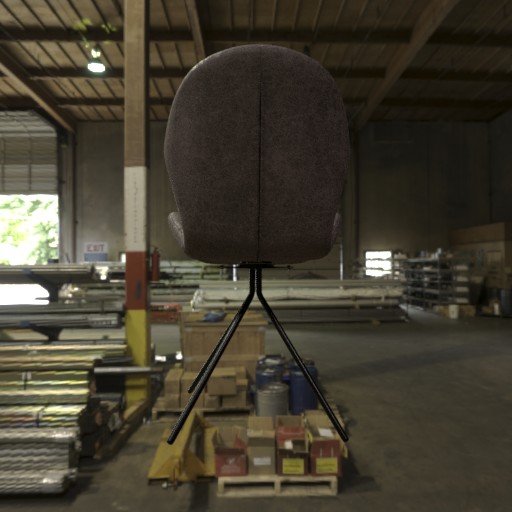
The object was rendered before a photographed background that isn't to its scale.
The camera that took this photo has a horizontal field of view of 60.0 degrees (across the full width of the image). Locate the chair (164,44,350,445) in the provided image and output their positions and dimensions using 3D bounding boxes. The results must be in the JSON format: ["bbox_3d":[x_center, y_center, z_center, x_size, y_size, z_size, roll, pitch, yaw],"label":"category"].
[{"bbox_3d":[0.000,0.000,1.277,0.527,0.934,0.640,0,-1,-2],"label":"chair"}]
